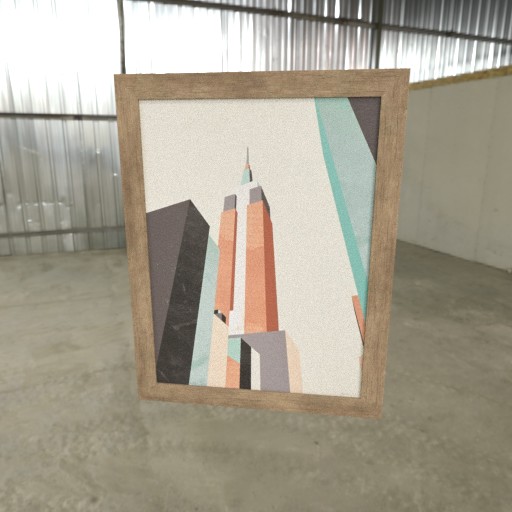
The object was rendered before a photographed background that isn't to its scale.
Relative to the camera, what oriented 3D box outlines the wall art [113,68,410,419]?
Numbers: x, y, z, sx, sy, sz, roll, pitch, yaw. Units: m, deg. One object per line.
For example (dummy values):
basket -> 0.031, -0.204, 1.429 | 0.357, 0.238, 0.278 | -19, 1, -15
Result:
wall art -> 0.000, 0.000, 0.886 | 0.534, 0.686, 0.018 | 2, 15, 8
